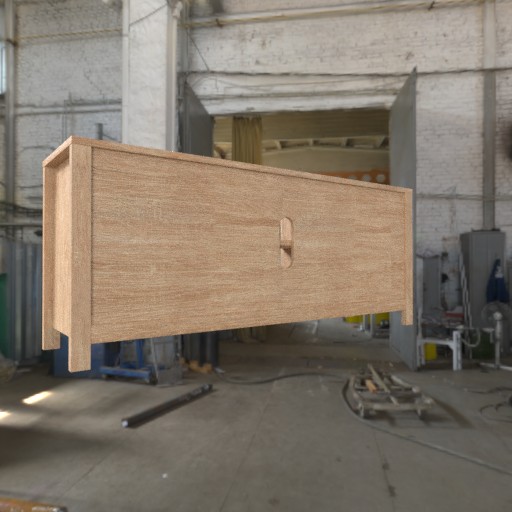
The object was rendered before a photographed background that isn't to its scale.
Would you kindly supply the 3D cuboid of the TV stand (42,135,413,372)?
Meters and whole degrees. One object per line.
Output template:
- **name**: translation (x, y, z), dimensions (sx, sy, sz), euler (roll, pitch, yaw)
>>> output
- **TV stand**: translation (0.000, 0.000, 1.731), dimensions (1.466, 0.610, 0.398), euler (0, -1, -36)
